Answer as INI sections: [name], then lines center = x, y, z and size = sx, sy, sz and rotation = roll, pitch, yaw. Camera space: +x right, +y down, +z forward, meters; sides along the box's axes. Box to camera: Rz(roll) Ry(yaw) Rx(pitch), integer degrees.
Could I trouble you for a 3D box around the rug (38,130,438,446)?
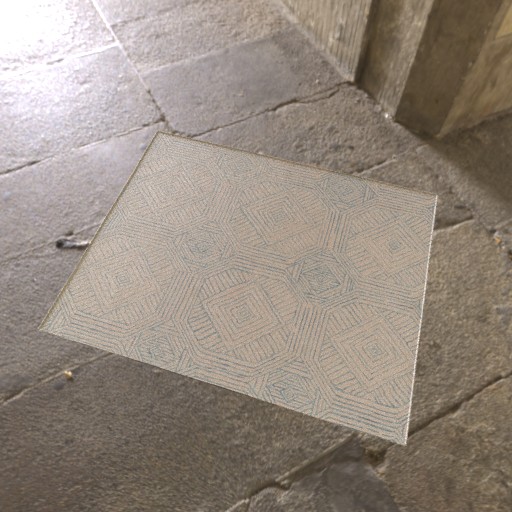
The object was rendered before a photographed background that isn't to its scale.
[rug]
center = 0.000, 0.000, 4.067
size = 3.049, 0.015, 2.457
rotation = 15, 60, 9
